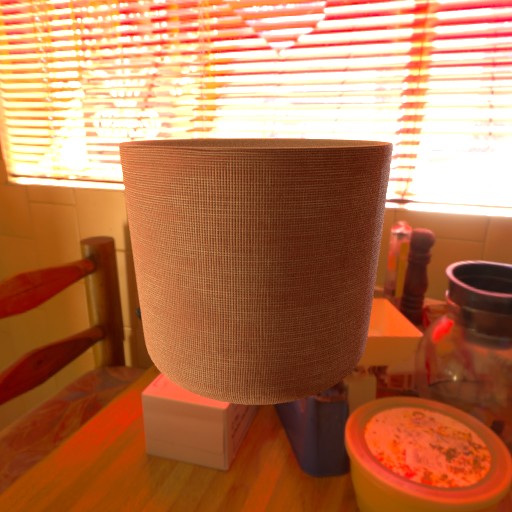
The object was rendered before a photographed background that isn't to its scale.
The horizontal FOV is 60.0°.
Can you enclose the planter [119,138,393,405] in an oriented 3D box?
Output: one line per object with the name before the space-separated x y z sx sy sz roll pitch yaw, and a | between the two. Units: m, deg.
planter | 0.000 0.000 0.796 0.440 0.398 0.440 0 16 0
